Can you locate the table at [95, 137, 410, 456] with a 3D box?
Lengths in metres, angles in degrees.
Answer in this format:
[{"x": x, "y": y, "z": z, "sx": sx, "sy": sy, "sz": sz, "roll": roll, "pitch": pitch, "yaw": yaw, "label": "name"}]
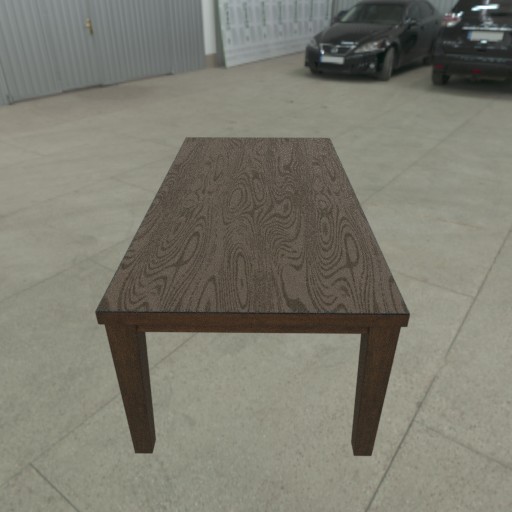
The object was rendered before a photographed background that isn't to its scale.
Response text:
[{"x": 0.000, "y": 0.000, "z": 2.468, "sx": 1.016, "sy": 0.762, "sz": 1.981, "roll": 0, "pitch": 31, "yaw": 1, "label": "table"}]
